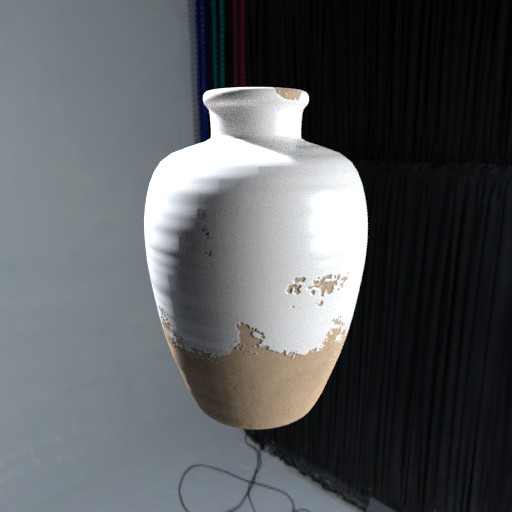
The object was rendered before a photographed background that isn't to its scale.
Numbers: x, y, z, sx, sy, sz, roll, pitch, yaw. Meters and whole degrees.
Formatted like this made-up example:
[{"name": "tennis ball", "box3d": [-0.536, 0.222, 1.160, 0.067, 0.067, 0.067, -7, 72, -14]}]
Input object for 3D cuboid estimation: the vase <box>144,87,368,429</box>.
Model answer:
[{"name": "vase", "box3d": [0.000, 0.000, 0.328, 0.158, 0.228, 0.158, 0, 15, 0]}]
